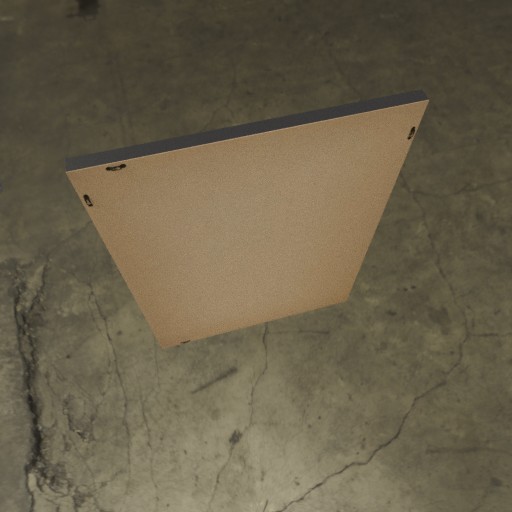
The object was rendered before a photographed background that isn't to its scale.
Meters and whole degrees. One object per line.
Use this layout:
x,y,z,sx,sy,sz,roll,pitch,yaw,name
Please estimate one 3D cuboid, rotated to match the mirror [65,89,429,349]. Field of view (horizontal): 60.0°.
0.000,0.000,1.340,0.762,1.016,0.040,-13,60,-8,mirror
